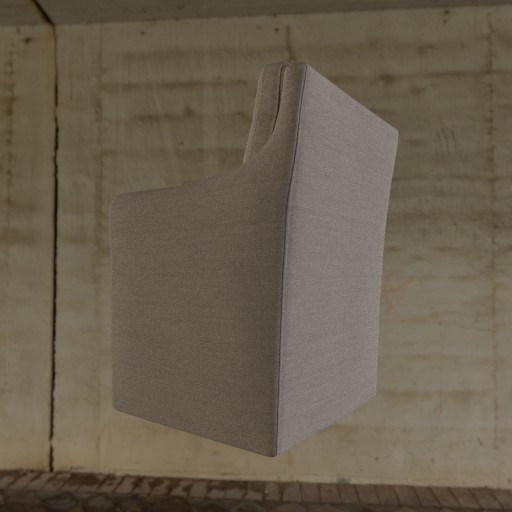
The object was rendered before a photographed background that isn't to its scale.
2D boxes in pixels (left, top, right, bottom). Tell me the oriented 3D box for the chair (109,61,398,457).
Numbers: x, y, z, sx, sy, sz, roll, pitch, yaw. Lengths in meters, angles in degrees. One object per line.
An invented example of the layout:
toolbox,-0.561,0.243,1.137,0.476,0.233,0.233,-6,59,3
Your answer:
chair,0.000,0.000,1.358,0.694,0.914,0.626,-1,-2,37
